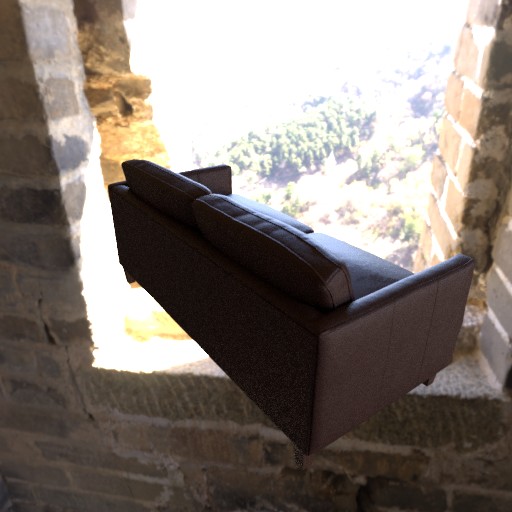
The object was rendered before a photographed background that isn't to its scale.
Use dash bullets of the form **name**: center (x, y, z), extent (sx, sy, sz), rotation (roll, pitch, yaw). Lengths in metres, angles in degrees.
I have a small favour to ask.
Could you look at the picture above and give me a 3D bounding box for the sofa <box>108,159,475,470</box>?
- **sofa**: center (0.000, 0.000, 2.418), extent (0.923, 0.863, 1.971), rotation (-17, 31, -32)
